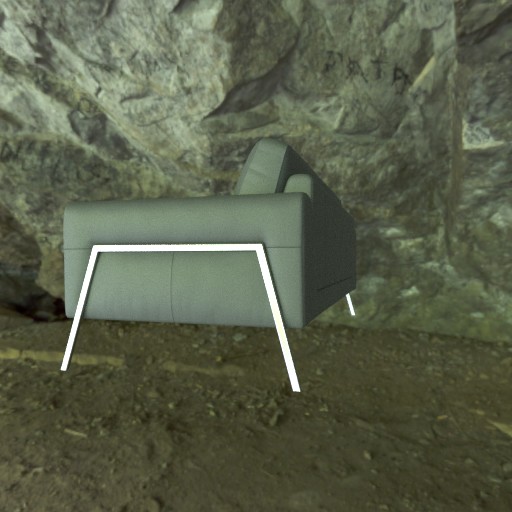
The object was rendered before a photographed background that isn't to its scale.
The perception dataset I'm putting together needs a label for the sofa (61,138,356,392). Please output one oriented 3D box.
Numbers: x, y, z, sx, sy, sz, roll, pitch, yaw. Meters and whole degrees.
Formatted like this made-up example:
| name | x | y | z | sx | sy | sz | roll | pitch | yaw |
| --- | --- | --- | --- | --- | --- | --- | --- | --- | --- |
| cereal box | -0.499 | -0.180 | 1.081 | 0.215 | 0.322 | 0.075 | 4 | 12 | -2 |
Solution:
| name | x | y | z | sx | sy | sz | roll | pitch | yaw |
| --- | --- | --- | --- | --- | --- | --- | --- | --- | --- |
| sofa | 0.000 | 0.000 | 2.505 | 0.953 | 0.875 | 2.017 | 0 | 0 | 17 |
